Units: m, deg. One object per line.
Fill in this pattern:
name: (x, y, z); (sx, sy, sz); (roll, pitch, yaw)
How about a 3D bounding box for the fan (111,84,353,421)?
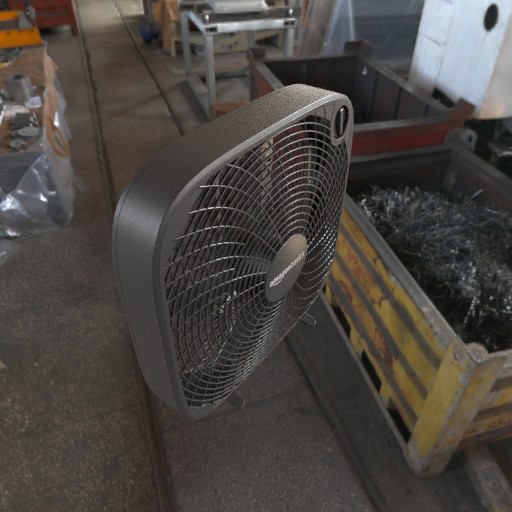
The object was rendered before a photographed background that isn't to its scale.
fan: (0.000, 0.000, 0.816); (0.142, 0.533, 0.526); (26, 47, 28)
